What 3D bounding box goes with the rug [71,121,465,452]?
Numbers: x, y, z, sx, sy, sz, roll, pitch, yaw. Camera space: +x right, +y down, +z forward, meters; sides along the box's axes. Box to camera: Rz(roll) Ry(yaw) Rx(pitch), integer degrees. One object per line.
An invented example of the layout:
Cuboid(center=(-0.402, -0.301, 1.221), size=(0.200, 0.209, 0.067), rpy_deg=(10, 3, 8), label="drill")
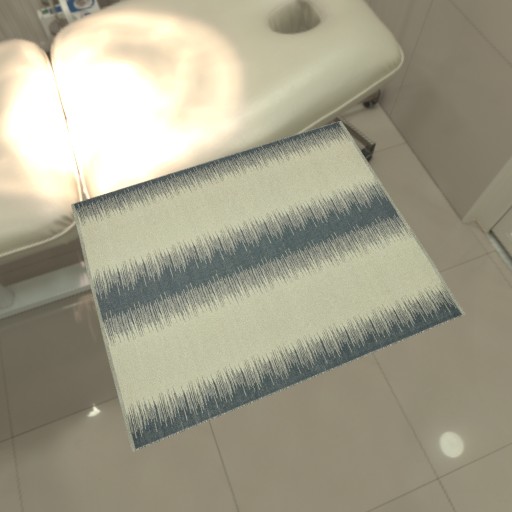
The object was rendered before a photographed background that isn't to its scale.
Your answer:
Cuboid(center=(0.000, 0.000, 4.183), size=(3.037, 0.004, 2.453), rpy_deg=(-19, 65, -10), label="rug")
